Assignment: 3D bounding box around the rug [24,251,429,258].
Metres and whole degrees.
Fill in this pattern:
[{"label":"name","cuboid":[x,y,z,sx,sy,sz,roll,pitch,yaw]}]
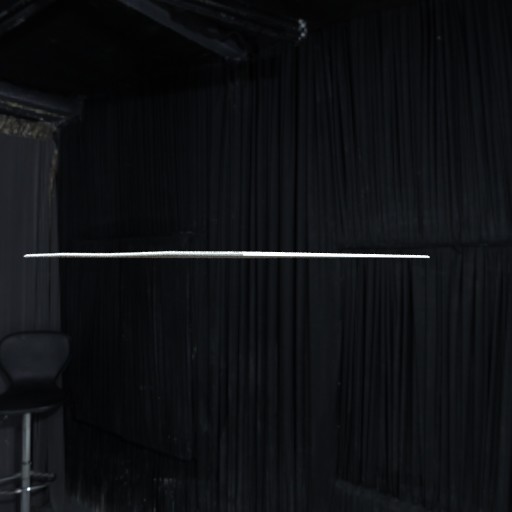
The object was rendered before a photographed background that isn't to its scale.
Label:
[{"label":"rug","cuboid":[0.000,0.000,3.757,2.043,0.026,2.901,0,-1,37]}]
